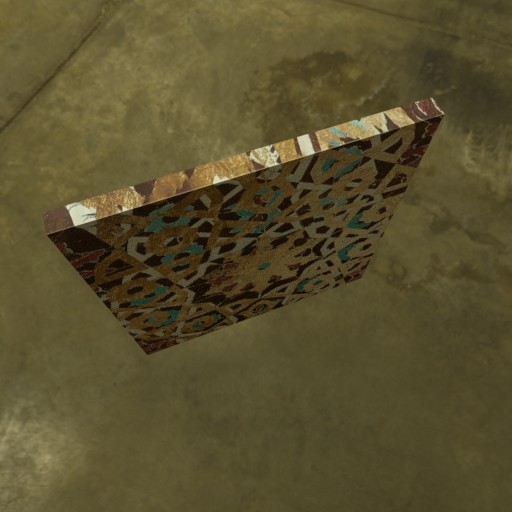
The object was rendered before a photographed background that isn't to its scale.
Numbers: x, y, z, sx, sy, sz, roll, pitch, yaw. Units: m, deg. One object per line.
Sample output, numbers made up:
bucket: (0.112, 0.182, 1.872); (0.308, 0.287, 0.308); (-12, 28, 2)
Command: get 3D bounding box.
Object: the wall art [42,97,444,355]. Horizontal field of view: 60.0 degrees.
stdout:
wall art: (0.000, 0.000, 0.917); (0.609, 0.613, 0.041); (-19, 64, -9)
